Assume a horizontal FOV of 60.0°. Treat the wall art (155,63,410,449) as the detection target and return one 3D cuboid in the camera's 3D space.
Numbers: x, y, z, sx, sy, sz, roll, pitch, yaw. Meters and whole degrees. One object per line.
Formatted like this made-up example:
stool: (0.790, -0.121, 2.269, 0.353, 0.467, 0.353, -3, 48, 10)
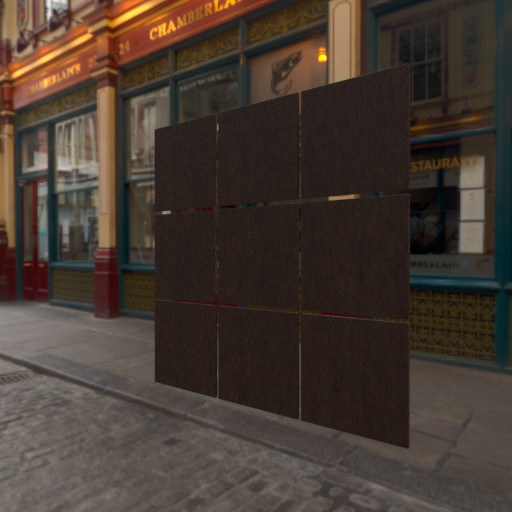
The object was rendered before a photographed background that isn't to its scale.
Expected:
wall art: (0.000, 0.000, 2.220, 1.527, 1.525, 0.014, 0, 0, 37)
